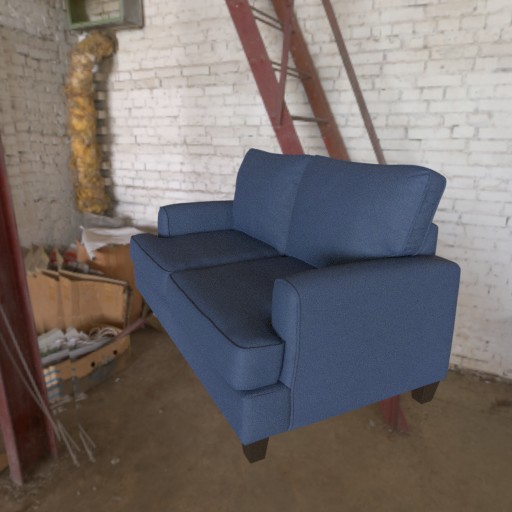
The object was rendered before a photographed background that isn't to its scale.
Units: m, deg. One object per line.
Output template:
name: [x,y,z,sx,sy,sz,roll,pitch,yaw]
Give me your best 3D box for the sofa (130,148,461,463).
sofa: [0.000,0.000,2.186,0.965,0.965,1.651,-8,18,-25]
